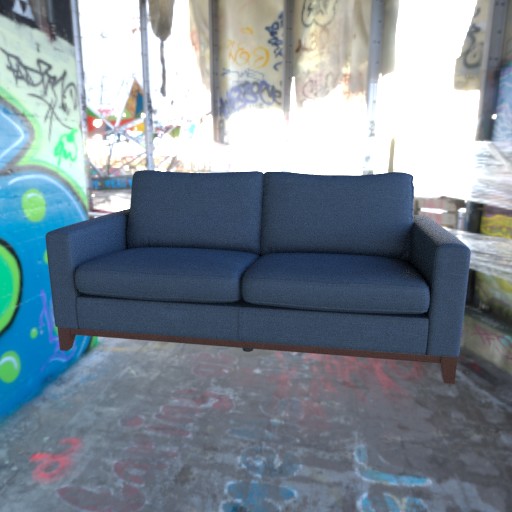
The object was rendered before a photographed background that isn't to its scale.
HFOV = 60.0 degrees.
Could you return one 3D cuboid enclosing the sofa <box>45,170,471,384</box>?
[{"bbox_3d":[0.000,0.000,2.351,1.900,0.865,0.877,2,14,10],"label":"sofa"}]
